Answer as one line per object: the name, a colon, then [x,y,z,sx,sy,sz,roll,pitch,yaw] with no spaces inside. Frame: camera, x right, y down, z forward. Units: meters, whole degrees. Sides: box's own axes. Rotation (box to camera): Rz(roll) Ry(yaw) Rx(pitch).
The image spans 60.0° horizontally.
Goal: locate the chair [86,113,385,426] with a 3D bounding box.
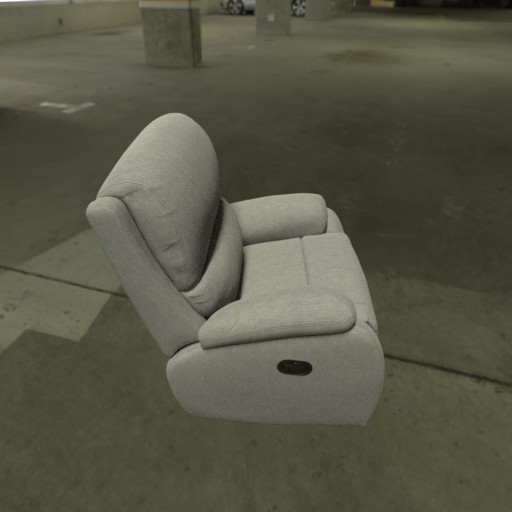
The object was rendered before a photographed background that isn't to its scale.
chair: [0.000,0.000,1.735,0.899,1.011,0.930,0,31,1]
